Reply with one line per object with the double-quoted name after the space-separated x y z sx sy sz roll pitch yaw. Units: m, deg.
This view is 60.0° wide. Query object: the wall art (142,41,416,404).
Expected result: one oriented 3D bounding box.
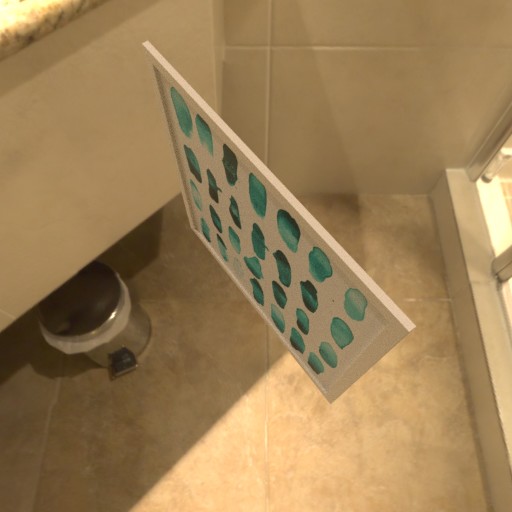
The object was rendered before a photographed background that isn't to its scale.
0.000 0.000 0.672 0.009 0.457 0.456 -34 69 -15 "wall art"
